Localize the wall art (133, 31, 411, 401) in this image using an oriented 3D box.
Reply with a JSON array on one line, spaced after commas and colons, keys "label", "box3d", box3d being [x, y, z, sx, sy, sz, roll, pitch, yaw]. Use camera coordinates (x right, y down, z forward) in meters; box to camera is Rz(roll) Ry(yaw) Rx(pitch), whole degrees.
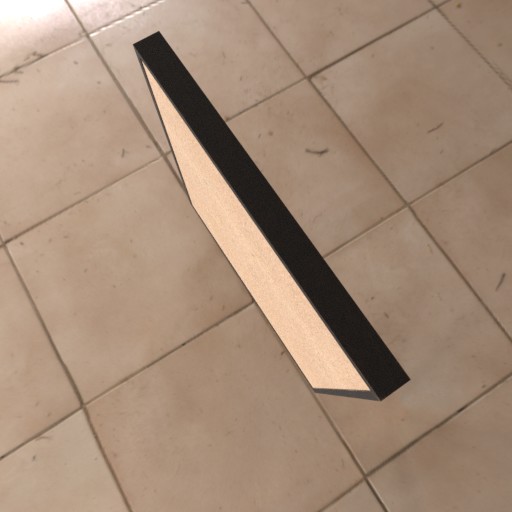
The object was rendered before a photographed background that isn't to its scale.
[{"label": "wall art", "box3d": [0.000, 0.000, 0.742, 0.038, 0.508, 0.508, -32, 76, -9]}]
